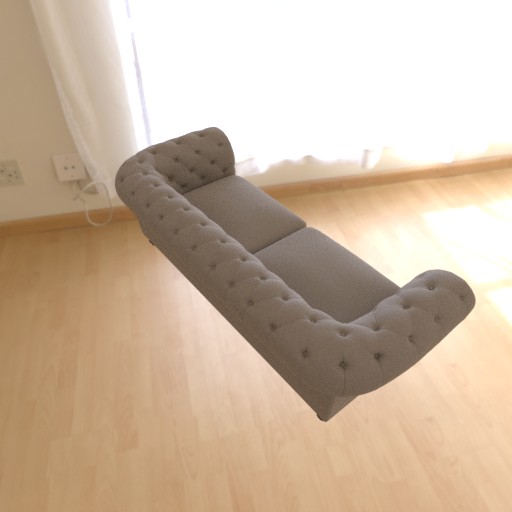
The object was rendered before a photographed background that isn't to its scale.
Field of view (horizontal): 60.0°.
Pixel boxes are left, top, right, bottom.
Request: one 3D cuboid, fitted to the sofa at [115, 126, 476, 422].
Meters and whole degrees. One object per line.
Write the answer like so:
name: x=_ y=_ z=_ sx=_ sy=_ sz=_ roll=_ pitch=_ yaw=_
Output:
sofa: x=0.000 y=0.000 z=2.865 sx=0.991 sy=0.749 sz=2.411 roll=-28 pitch=49 yaw=-28
